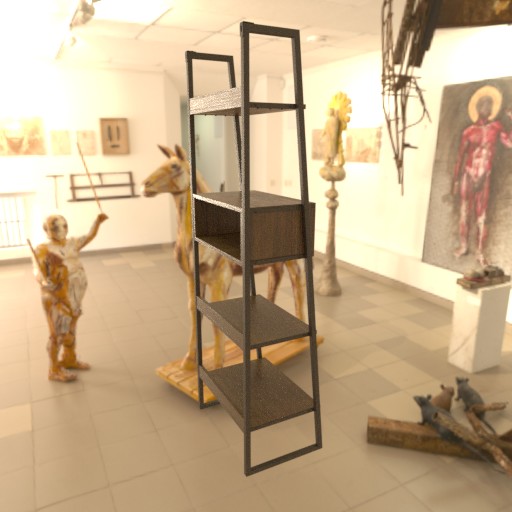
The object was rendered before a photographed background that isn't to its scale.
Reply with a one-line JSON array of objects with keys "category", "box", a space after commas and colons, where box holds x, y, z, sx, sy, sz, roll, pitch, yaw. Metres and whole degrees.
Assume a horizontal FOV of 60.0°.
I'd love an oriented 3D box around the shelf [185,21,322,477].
[{"category": "shelf", "box": [0.000, 0.000, 2.270, 0.454, 2.005, 0.652, -8, 16, -27]}]
